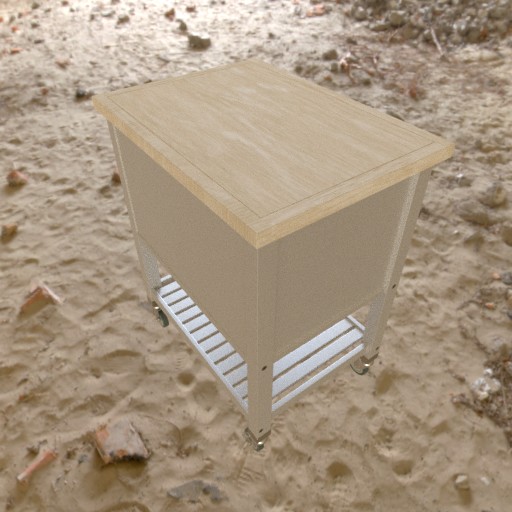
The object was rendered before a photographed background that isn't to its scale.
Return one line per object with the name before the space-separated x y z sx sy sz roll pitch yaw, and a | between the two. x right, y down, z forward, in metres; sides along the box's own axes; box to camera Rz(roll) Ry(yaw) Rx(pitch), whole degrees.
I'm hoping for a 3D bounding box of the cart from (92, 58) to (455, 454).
cart | 0.000 0.000 1.406 0.559 0.914 0.762 -26 47 -27
